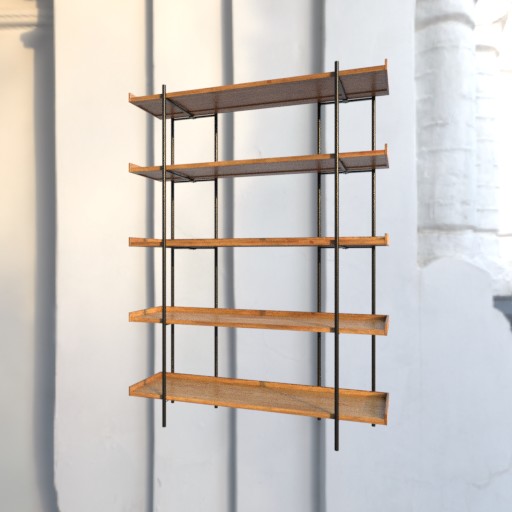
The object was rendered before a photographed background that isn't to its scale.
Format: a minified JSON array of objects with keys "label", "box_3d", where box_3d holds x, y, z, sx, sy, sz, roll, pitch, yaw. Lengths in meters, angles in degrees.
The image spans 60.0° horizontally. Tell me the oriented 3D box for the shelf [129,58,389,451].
[{"label":"shelf","box_3d":[0.000,0.000,2.397,1.371,1.826,0.379,0,0,18]}]
